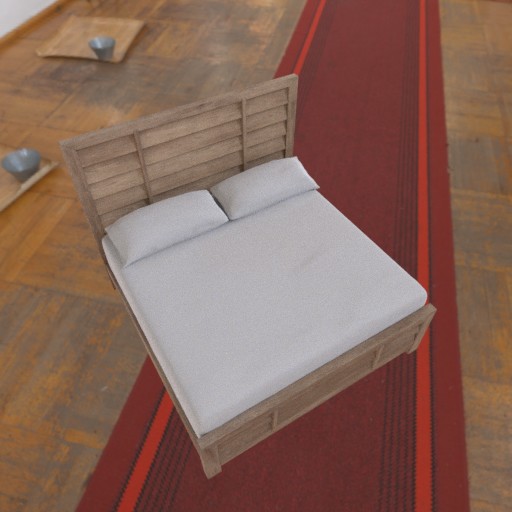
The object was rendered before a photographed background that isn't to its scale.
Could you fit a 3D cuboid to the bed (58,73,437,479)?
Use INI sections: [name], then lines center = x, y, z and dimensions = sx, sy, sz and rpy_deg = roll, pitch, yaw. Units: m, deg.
[bed]
center = 0.000, 0.000, 3.486
dimensions = 2.032, 1.626, 2.062
rpy_deg = -24, 52, -21
